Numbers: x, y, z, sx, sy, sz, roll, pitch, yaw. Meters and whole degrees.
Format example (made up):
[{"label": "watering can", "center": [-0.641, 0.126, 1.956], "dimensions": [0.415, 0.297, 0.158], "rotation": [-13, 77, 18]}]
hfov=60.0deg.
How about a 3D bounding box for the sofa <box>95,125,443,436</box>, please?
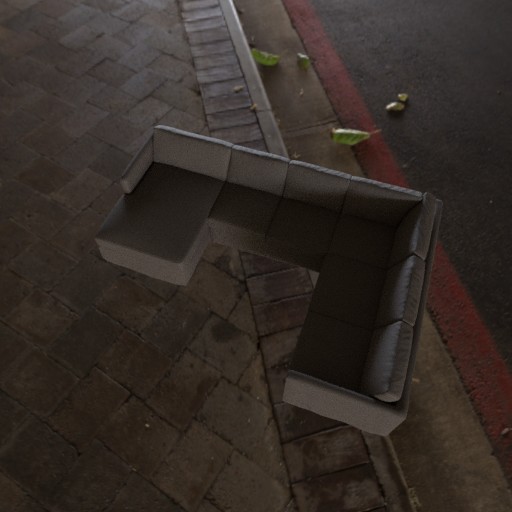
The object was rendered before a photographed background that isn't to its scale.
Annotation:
[{"label": "sofa", "center": [0.000, 0.000, 4.712], "dimensions": [3.528, 0.878, 2.476], "rotation": [17, 59, 10]}]
